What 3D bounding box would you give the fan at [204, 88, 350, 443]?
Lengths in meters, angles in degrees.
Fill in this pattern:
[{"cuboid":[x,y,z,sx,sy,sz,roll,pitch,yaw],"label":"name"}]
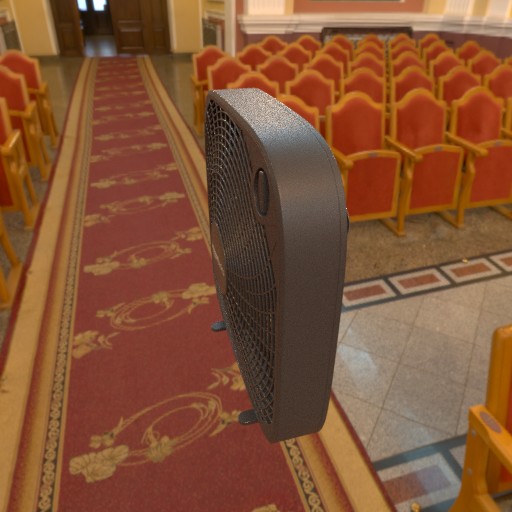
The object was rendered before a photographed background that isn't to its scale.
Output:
[{"cuboid":[0.000,0.000,0.802,0.142,0.533,0.526,-8,32,-13],"label":"fan"}]
